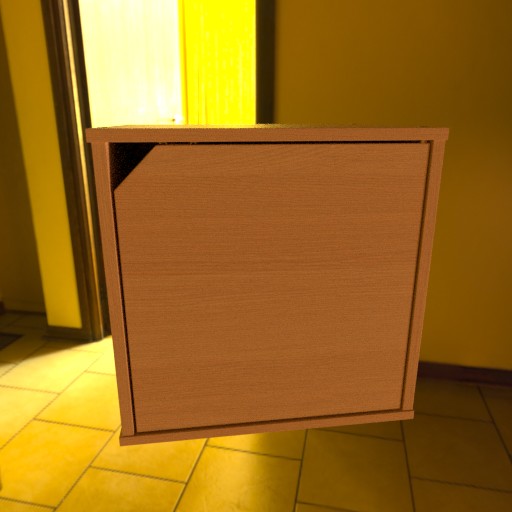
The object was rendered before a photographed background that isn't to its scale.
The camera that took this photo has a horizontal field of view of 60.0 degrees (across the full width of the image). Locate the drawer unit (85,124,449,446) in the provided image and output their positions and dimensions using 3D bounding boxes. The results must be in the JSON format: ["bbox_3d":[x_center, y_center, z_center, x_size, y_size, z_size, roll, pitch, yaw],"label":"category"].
[{"bbox_3d":[0.000,0.000,0.607,0.349,0.344,0.290,-2,17,-8],"label":"drawer unit"}]
